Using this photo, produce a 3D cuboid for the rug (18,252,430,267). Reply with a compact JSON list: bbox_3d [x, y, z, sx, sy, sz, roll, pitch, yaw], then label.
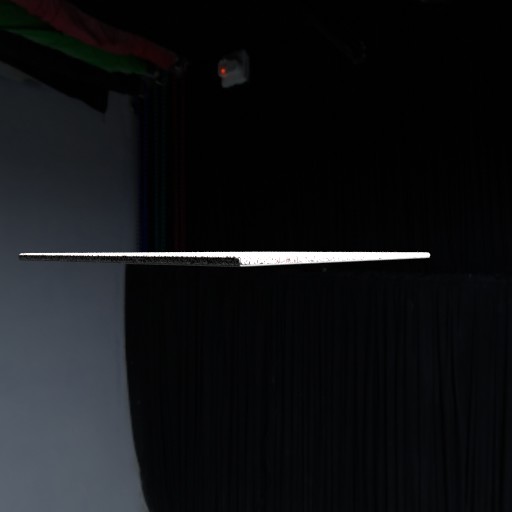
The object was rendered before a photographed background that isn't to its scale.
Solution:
[{"bbox_3d":[0.000,0.000,2.239,1.219,0.030,1.778,1,1,37],"label":"rug"}]
